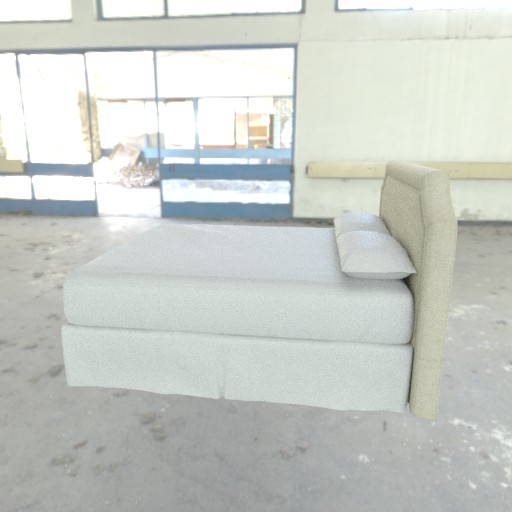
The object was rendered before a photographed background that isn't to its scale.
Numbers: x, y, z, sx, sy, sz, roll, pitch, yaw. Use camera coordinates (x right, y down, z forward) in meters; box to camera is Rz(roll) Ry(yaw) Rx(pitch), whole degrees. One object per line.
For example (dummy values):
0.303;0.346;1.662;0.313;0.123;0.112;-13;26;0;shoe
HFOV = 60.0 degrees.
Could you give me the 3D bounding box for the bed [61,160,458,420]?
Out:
0.000;0.000;3.151;2.164;1.297;1.828;2;15;8;bed
